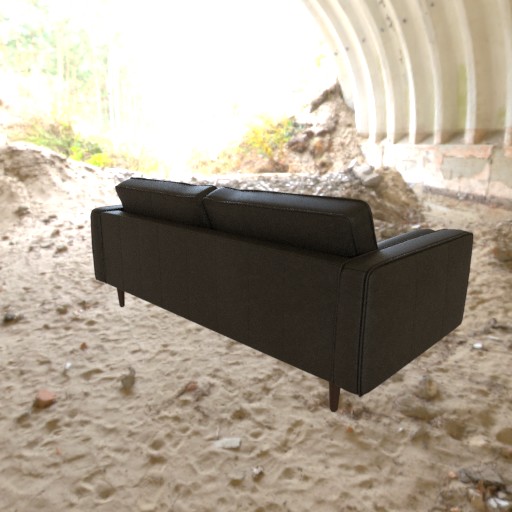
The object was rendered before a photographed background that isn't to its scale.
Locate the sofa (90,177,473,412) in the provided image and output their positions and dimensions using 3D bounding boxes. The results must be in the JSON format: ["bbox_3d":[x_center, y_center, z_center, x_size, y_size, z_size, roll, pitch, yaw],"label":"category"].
[{"bbox_3d":[0.000,0.000,2.320,1.879,0.770,0.921,14,20,43],"label":"sofa"}]
